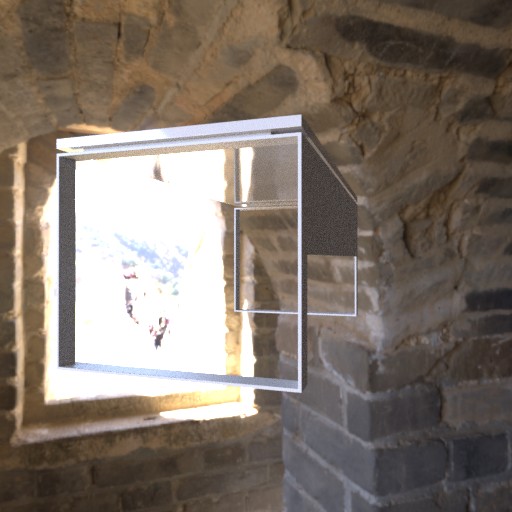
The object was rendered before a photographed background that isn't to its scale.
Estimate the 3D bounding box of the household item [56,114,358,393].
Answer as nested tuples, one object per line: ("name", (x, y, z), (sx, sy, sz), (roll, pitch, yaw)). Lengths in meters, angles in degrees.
("household item", (0.000, 0.000, 2.109), (0.800, 0.745, 1.700), (0, 0, 18))
